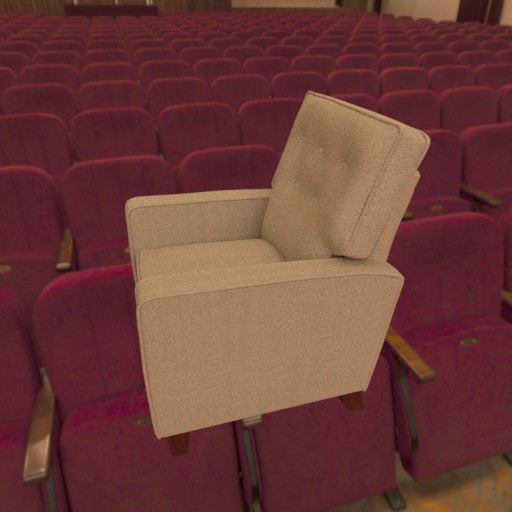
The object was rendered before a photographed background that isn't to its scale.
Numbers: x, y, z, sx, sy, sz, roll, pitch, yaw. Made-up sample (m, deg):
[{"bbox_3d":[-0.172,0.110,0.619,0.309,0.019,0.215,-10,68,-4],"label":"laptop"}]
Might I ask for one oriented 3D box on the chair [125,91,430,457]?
[{"bbox_3d":[0.000,0.000,1.376,0.754,0.888,0.648,-8,29,-15],"label":"chair"}]
